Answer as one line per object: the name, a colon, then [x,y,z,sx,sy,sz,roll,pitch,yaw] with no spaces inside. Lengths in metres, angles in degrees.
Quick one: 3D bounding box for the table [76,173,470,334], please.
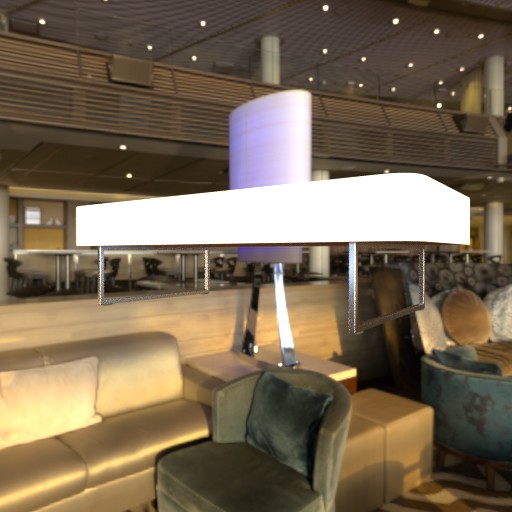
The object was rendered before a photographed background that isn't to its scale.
table: [0.000,0.000,1.456,1.200,0.340,0.600,0,1,36]
